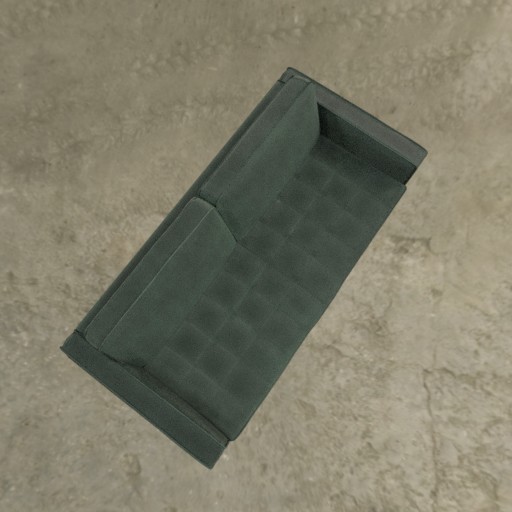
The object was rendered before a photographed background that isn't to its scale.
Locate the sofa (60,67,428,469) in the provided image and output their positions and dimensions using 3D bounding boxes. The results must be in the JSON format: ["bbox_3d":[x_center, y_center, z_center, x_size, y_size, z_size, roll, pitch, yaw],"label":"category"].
[{"bbox_3d":[0.000,0.000,2.255,0.886,0.781,1.816,35,78,8],"label":"sofa"}]
